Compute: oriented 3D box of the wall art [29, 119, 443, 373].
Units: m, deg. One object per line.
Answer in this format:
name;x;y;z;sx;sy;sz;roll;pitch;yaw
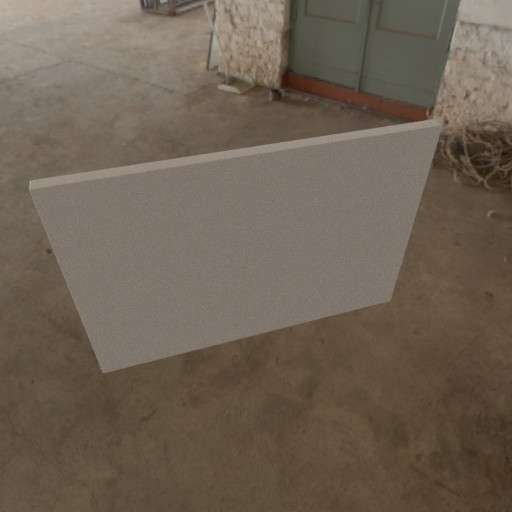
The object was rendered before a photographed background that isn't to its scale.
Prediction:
wall art;0.000;0.000;1.139;0.898;0.601;0.038;-12;43;-13
